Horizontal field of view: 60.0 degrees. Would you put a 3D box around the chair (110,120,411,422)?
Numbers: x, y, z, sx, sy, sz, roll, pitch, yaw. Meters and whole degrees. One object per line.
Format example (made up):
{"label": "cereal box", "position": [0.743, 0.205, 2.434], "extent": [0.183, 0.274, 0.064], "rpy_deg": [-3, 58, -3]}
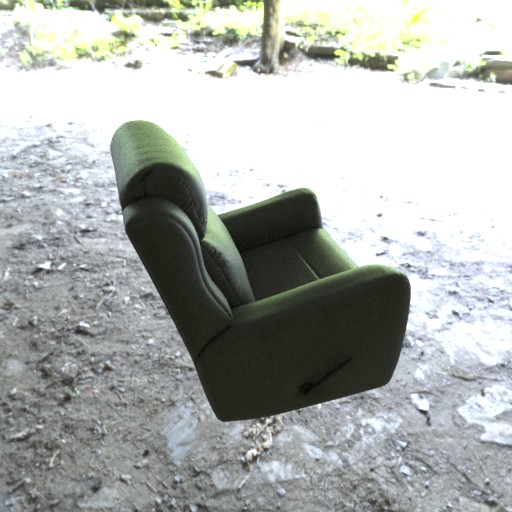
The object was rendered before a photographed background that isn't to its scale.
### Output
{"label": "chair", "position": [0.000, 0.000, 1.956], "extent": [1.068, 1.116, 0.967], "rpy_deg": [-10, 32, -15]}
